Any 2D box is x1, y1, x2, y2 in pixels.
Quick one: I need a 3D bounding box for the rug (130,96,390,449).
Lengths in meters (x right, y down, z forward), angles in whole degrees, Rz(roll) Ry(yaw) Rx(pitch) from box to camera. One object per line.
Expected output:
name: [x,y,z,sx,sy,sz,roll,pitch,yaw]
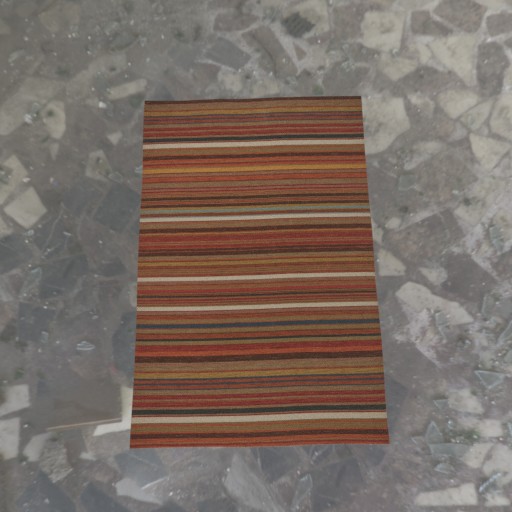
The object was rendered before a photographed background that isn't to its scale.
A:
rug: [0.000,0.000,2.275,1.217,0.007,1.828,-1,77,0]
